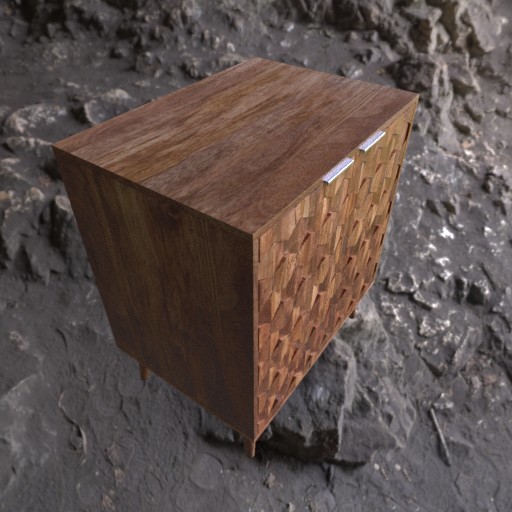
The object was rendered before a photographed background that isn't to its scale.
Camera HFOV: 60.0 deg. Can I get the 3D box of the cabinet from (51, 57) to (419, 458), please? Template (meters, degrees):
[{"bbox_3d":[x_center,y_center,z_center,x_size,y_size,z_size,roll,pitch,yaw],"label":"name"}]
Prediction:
[{"bbox_3d":[0.000,0.000,1.163,0.473,0.758,0.647,25,47,26],"label":"cabinet"}]
